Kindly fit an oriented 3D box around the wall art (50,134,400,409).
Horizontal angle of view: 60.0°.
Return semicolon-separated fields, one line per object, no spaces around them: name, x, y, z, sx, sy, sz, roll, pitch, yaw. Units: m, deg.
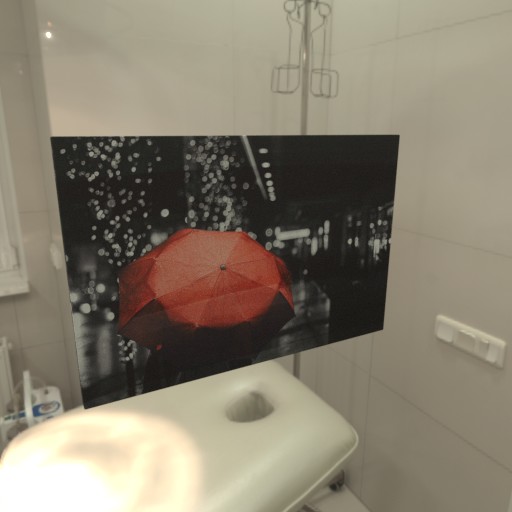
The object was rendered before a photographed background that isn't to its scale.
wall art;0.000;0.000;1.160;0.914;0.609;0.038;-8;18;-27
